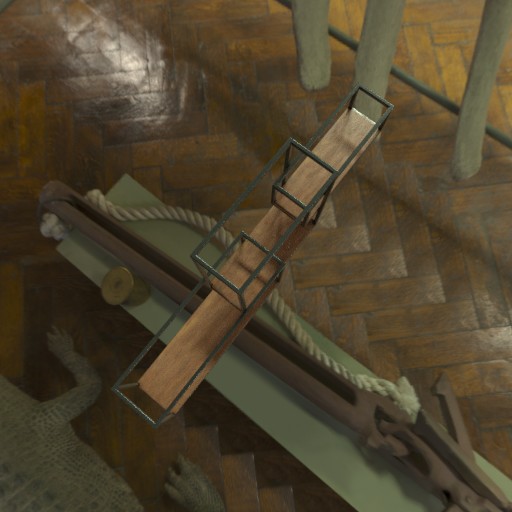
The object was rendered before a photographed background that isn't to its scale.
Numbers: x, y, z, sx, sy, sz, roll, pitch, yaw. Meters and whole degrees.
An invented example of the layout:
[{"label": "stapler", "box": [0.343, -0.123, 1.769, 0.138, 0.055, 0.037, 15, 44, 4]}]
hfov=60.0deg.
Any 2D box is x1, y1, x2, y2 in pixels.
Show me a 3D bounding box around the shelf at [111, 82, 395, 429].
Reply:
[{"label": "shelf", "box": [0.000, 0.000, 2.120, 0.275, 0.972, 1.781, 38, 79, 8]}]
